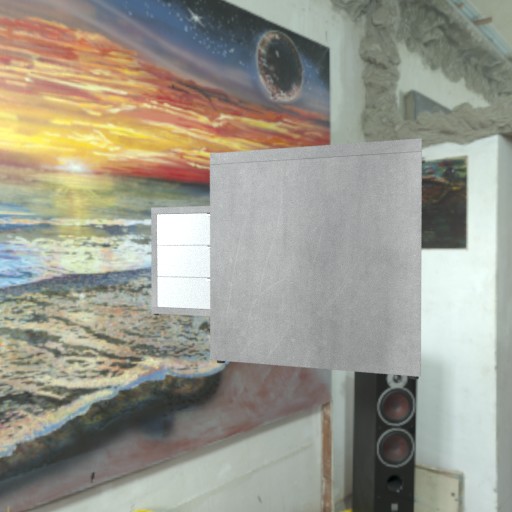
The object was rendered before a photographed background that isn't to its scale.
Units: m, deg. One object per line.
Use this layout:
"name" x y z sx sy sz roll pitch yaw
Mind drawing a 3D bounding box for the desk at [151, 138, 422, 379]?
"desk" 0.000 0.000 2.247 1.500 0.740 1.400 0 1 17
